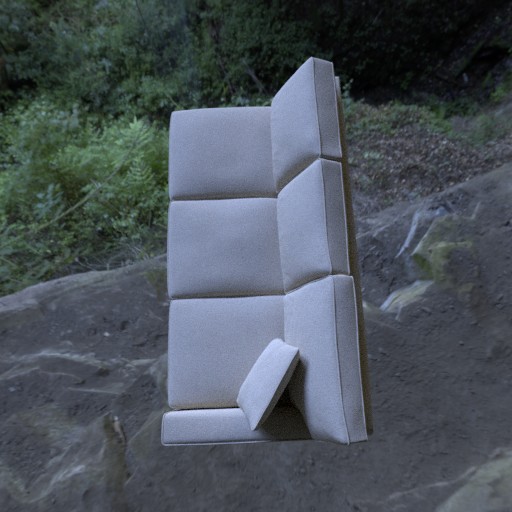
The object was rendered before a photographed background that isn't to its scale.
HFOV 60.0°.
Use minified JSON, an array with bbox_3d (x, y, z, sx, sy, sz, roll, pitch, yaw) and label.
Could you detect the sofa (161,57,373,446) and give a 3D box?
[{"bbox_3d":[0.000,0.000,2.549,1.034,0.946,1.963,-2,75,-1],"label":"sofa"}]
